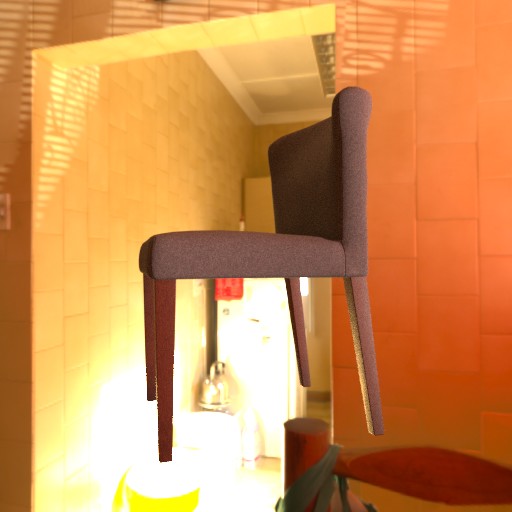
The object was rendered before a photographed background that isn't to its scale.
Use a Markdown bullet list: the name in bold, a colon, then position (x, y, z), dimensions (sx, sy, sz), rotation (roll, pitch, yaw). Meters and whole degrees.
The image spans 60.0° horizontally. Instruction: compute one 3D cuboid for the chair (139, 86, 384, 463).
- **chair**: position (0.000, 0.000, 1.179), dimensions (0.592, 0.839, 0.491), rotation (0, -1, -17)
